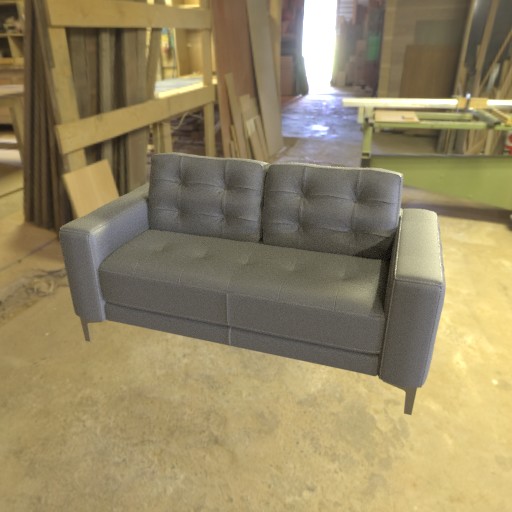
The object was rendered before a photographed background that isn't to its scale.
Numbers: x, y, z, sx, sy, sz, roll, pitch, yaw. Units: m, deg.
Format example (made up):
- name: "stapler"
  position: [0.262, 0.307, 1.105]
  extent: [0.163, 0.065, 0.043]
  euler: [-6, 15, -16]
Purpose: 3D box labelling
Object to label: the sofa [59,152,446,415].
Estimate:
- name: "sofa"
  position: [0.000, 0.000, 2.246]
  extent: [1.726, 0.893, 0.833]
  euler: [8, 27, 17]
